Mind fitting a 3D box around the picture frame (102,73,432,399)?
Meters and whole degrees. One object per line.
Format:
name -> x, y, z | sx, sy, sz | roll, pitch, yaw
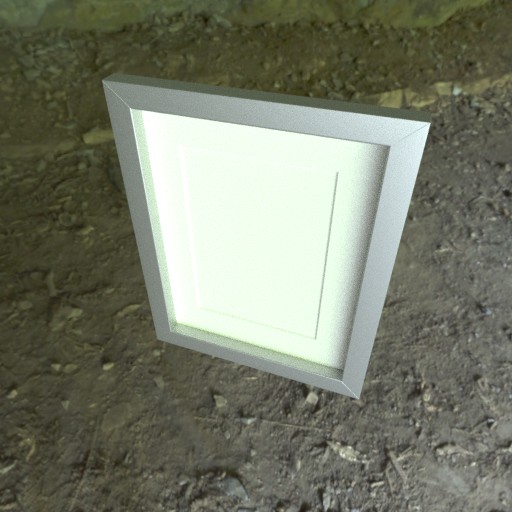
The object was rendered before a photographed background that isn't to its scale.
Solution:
picture frame -> 0.000, 0.000, 0.527 | 0.307, 0.386, 0.036 | 13, 41, 15
